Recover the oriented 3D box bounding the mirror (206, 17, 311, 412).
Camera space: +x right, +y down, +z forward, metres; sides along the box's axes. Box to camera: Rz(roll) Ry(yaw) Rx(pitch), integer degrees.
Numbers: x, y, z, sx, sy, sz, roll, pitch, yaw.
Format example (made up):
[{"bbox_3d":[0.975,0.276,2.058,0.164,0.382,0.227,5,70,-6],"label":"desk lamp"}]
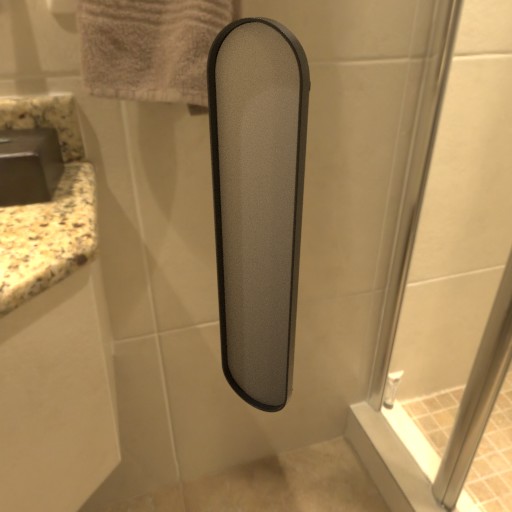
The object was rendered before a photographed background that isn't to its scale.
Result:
[{"bbox_3d":[0.000,0.000,1.044,0.222,0.991,0.032,19,35,30],"label":"mirror"}]
